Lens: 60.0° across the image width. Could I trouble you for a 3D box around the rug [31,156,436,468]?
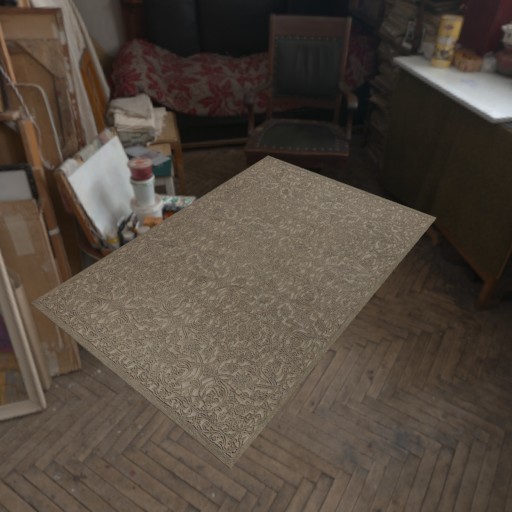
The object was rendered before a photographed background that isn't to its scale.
[{"bbox_3d":[0.000,0.000,2.313,1.221,0.006,1.827,27,47,28],"label":"rug"}]
